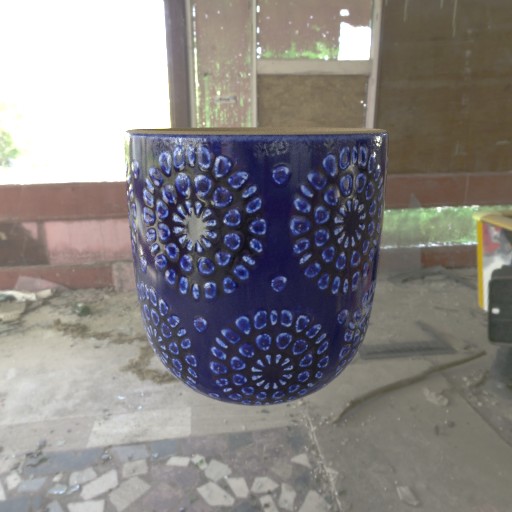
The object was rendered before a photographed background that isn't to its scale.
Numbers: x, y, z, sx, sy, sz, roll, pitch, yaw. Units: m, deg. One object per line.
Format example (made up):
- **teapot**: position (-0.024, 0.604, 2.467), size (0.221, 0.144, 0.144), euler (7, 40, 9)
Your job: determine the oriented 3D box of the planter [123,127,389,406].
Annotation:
- **planter**: position (0.000, 0.000, 0.203), size (0.109, 0.112, 0.109), euler (0, 17, 0)
